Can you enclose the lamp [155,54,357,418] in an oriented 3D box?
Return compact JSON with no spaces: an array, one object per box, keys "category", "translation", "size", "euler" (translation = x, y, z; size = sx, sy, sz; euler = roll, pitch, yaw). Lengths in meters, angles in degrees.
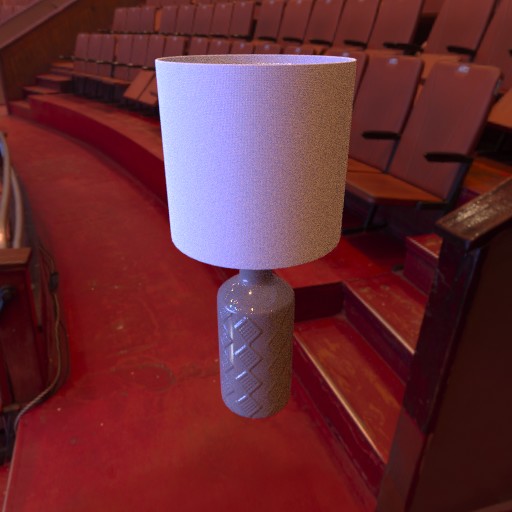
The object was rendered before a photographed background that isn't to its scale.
[{"category":"lamp","translation":[0.000,0.000,0.566],"size":[0.207,0.461,0.207],"euler":[-9,28,-17]}]
